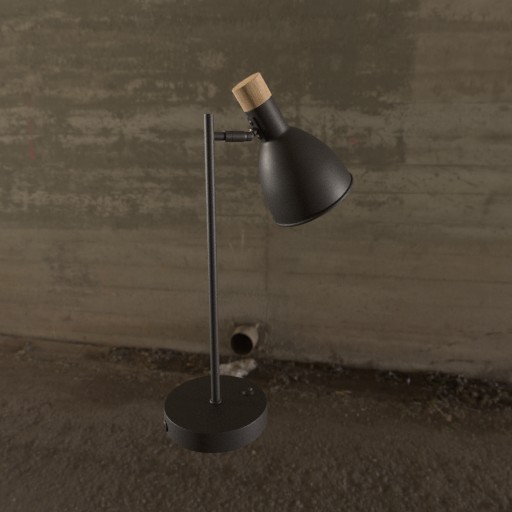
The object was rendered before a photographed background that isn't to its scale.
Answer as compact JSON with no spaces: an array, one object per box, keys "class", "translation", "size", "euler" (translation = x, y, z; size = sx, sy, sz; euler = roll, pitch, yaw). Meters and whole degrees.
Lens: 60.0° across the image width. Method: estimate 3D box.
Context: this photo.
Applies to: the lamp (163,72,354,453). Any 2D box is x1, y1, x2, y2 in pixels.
[{"class":"lamp","translation":[0.000,0.000,0.625],"size":[0.287,0.483,0.152],"euler":[-7,16,-25]}]
